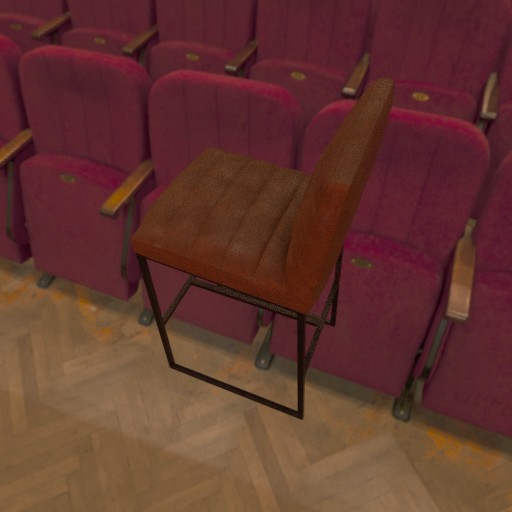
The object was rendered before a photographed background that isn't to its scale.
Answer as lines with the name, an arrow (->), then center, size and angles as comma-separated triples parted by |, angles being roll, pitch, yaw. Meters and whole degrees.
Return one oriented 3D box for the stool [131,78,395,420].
stool -> 0.000, 0.000, 1.377 | 0.562, 1.065, 0.463 | 17, 50, 15
